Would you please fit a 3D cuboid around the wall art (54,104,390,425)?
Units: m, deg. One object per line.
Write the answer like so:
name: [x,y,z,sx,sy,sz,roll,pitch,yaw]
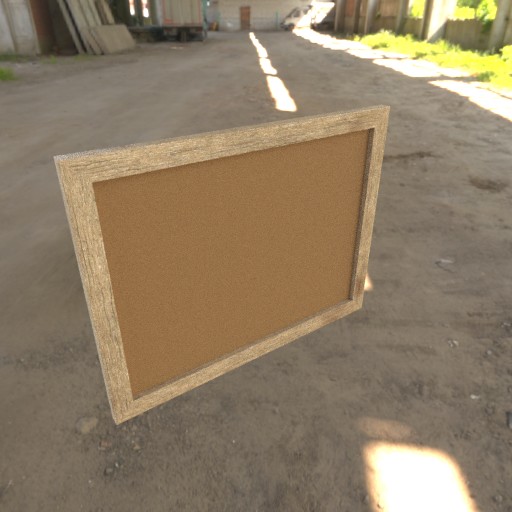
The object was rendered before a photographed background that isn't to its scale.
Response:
wall art: [0.000,0.000,0.928,0.690,0.535,0.026,-19,34,-30]
